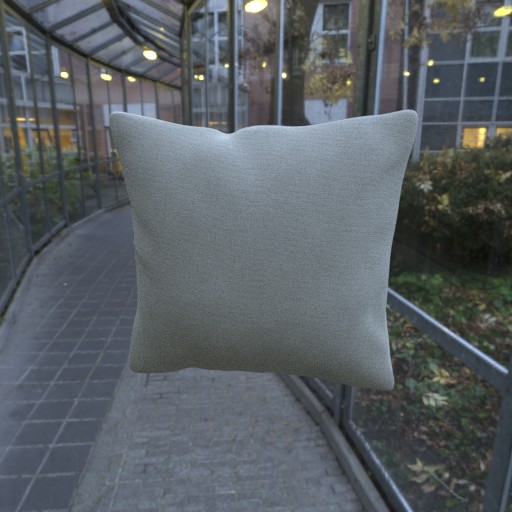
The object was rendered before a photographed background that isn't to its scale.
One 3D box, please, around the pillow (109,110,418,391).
[{"bbox_3d":[0.000,0.000,0.671,0.437,0.420,0.162,2,15,8],"label":"pillow"}]
